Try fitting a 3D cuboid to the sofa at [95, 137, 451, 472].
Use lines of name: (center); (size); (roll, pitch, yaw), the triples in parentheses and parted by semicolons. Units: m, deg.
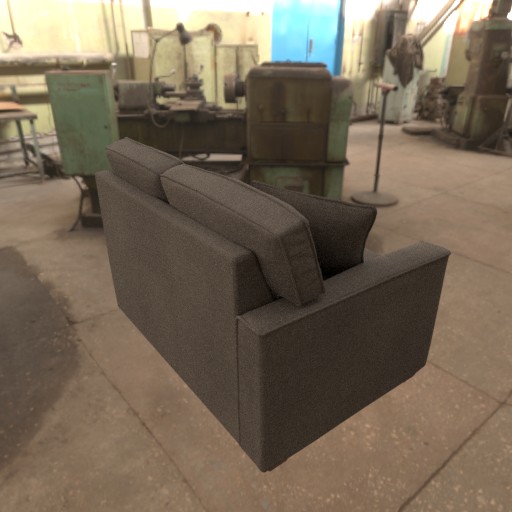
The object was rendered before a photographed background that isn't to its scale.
sofa: (0.000, 0.000, 2.094); (0.991, 0.989, 1.388); (-18, 31, -33)
